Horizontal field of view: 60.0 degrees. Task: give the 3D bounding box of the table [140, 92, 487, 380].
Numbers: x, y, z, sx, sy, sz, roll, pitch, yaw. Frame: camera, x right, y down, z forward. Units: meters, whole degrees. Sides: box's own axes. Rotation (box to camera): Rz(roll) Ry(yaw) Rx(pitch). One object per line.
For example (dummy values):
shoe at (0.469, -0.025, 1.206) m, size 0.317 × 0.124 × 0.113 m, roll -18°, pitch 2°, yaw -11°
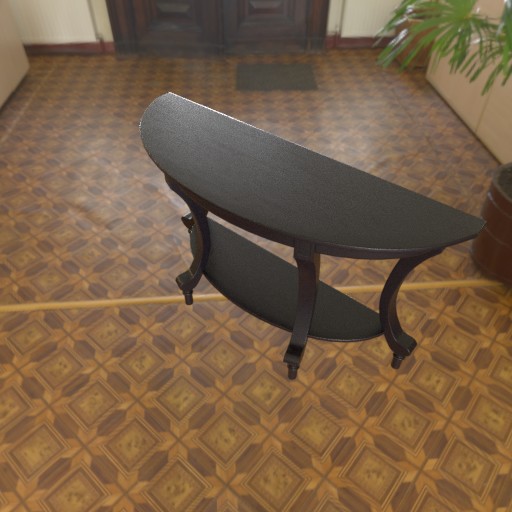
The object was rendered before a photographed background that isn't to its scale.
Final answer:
table at (0.000, 0.000, 1.528) m, size 1.198 × 0.692 × 0.394 m, roll 30°, pitch 51°, yaw 28°
